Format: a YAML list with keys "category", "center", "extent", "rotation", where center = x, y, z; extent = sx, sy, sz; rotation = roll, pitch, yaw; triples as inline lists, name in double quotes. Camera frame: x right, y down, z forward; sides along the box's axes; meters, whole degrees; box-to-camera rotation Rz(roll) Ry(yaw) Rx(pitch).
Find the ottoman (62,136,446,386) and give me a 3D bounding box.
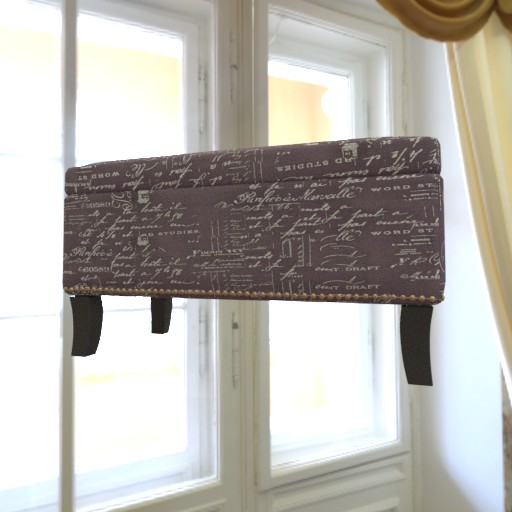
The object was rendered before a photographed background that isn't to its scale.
- category: "ottoman"
  center: [0.000, 0.000, 1.063]
  extent: [0.813, 0.457, 0.406]
  rotation: [0, -1, 19]
